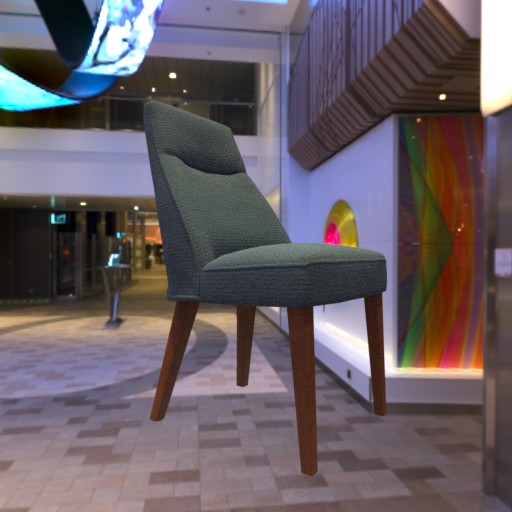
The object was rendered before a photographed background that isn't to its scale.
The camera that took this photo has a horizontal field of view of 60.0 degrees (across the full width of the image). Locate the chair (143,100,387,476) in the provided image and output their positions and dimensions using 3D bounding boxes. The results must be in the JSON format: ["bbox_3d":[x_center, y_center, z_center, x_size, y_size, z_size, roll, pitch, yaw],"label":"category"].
[{"bbox_3d":[0.000,0.000,1.295,0.620,0.930,0.500,0,0,36],"label":"chair"}]
